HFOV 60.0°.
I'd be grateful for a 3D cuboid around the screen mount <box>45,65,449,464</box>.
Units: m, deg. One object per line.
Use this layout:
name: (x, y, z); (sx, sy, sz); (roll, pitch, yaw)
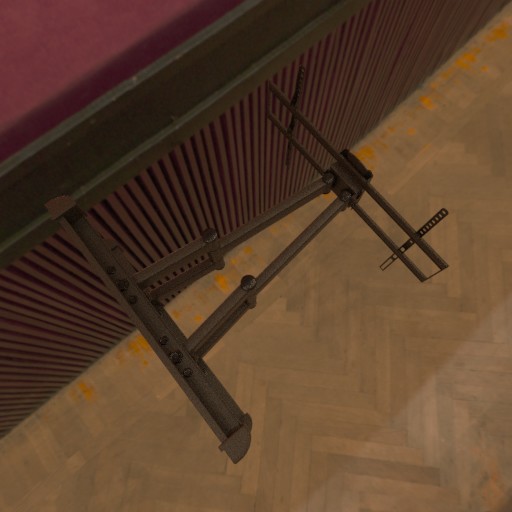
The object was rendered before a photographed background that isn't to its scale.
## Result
screen mount: (0.000, 0.000, 1.130); (0.644, 0.491, 0.661); (-38, 78, -10)
